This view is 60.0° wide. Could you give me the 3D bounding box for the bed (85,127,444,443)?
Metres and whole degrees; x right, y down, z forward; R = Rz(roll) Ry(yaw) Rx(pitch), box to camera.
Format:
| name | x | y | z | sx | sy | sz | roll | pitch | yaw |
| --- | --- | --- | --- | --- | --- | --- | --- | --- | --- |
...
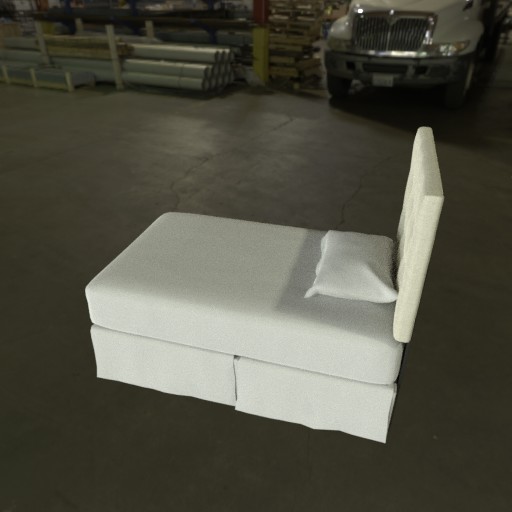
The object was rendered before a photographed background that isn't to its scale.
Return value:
| name | x | y | z | sx | sy | sz | roll | pitch | yaw |
| --- | --- | --- | --- | --- | --- | --- | --- | --- | --- |
| bed | 0.000 | 0.000 | 2.947 | 1.997 | 1.571 | 1.261 | 9 | 32 | 14 |
